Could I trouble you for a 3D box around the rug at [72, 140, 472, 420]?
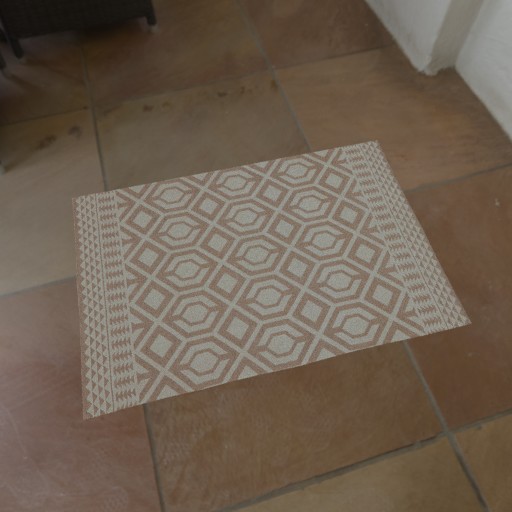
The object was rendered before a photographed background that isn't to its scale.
[{"bbox_3d":[0.000,0.000,2.308,1.829,0.008,1.219,-12,61,-7],"label":"rug"}]
